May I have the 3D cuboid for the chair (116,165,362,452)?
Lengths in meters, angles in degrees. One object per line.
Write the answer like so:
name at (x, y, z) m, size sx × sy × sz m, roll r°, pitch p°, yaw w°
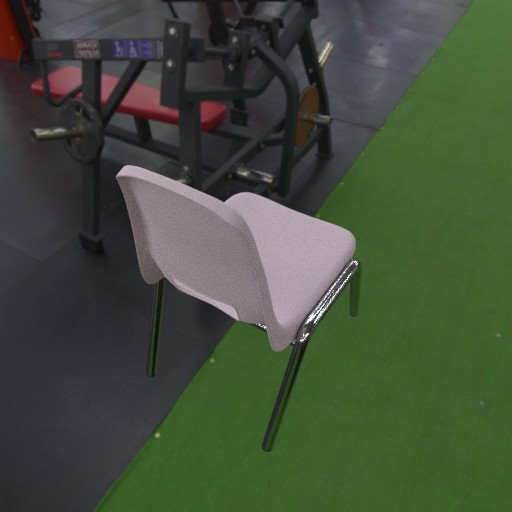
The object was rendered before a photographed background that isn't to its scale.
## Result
chair at (0.000, 0.000, 0.856) m, size 0.354 × 0.586 × 0.423 m, roll 24°, pitch 50°, yaw 22°
